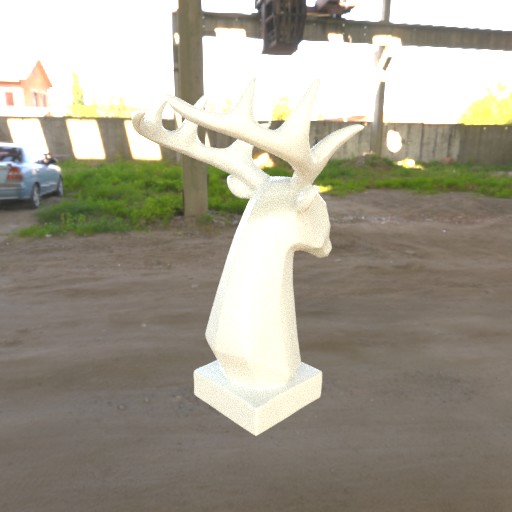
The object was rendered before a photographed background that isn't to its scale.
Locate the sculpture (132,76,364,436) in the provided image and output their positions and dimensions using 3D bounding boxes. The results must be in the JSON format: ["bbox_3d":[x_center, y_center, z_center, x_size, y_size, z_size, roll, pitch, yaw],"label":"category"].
[{"bbox_3d":[0.000,0.000,0.458,0.224,0.329,0.174,-13,20,-42],"label":"sculpture"}]
